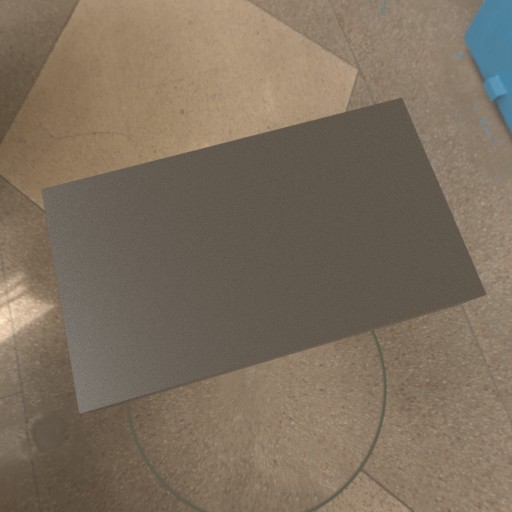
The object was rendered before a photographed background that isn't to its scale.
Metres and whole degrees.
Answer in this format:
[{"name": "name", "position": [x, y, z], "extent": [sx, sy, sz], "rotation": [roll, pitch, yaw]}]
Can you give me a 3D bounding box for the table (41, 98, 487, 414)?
[{"name": "table", "position": [0.000, 0.000, 1.533], "extent": [1.201, 0.404, 0.703], "rotation": [-15, 75, -4]}]
